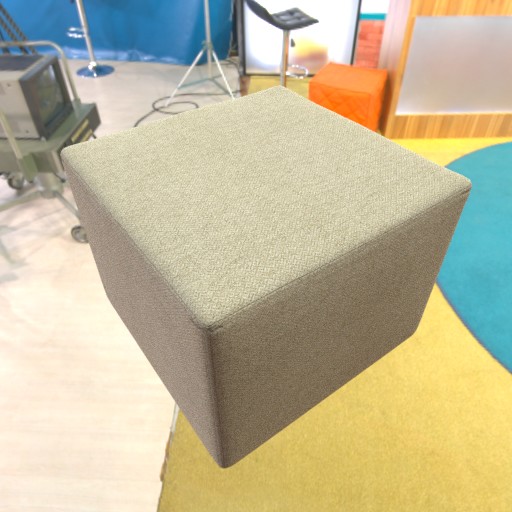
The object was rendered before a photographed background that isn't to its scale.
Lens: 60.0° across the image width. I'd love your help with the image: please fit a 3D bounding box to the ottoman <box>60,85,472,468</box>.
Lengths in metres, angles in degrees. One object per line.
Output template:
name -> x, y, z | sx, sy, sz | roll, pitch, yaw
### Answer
ottoman -> 0.000, 0.000, 0.862 | 0.508, 0.432, 0.508 | -26, 48, -26
